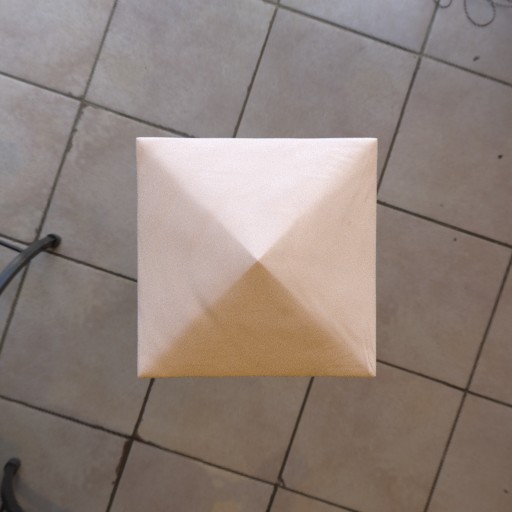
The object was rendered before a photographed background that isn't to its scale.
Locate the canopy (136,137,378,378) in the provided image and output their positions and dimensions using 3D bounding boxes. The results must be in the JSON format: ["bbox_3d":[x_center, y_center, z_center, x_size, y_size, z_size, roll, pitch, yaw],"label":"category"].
[{"bbox_3d":[0.000,0.000,5.235,2.848,2.849,2.849,0,92,-1],"label":"canopy"}]
